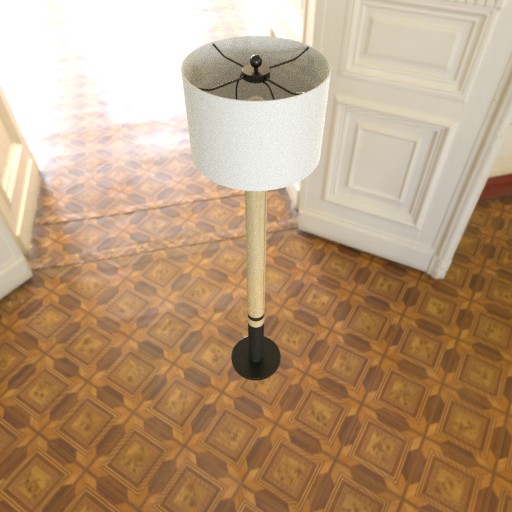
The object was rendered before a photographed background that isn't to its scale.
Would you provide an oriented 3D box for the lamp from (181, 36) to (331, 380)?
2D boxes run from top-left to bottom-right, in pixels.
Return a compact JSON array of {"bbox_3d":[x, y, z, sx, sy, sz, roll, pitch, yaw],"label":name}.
[{"bbox_3d":[0.000,0.000,1.653,0.381,1.478,0.381,24,51,21],"label":"lamp"}]
